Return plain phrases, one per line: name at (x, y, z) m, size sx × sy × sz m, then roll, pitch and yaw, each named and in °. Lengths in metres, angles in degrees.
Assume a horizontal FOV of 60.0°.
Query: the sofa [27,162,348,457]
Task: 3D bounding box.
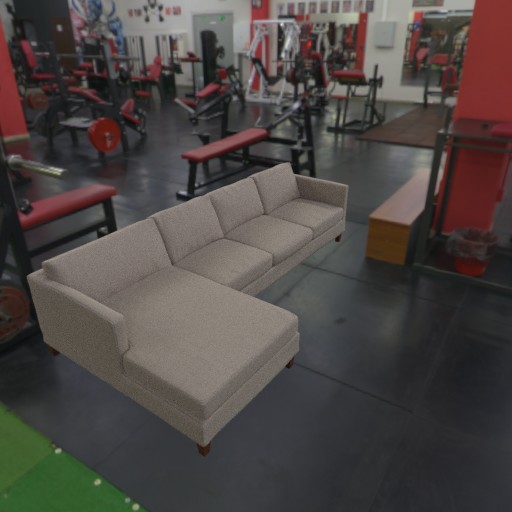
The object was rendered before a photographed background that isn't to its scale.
sofa at (0.000, 0.000, 3.880) m, size 1.625 × 0.846 × 3.186 m, roll 18°, pitch 32°, yaw 31°
